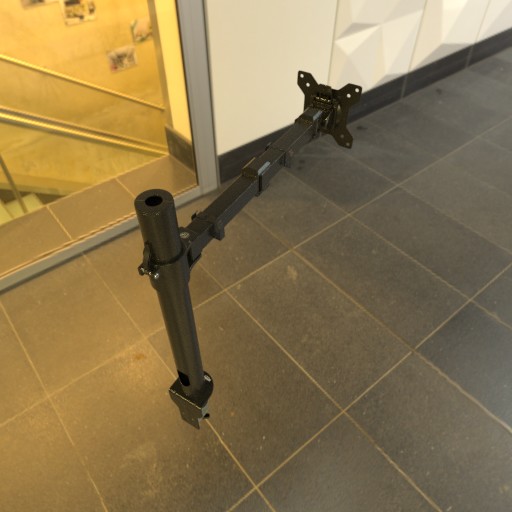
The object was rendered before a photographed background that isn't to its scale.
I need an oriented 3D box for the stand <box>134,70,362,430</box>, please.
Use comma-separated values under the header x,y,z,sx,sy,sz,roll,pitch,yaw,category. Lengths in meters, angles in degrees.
x,y,z,sx,sy,sz,roll,pitch,yaw,category
0.000,0.000,0.740,0.115,0.510,0.456,24,51,21,stand
